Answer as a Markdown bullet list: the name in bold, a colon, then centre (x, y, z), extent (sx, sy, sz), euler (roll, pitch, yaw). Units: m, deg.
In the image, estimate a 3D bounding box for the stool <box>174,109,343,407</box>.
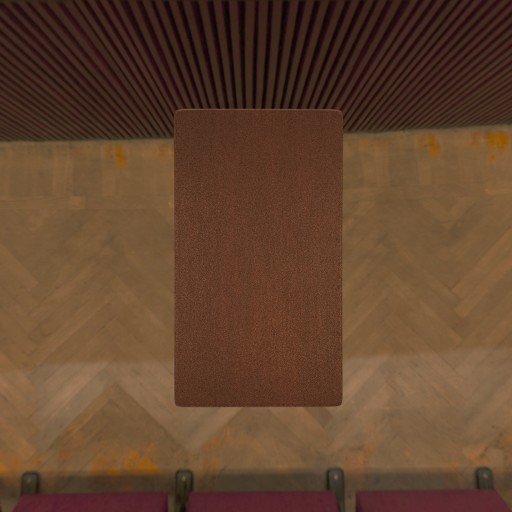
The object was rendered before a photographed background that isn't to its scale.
- **stool**: centre (0.000, 0.000, 0.972), extent (0.322, 0.742, 0.406), euler (0, 91, -1)
